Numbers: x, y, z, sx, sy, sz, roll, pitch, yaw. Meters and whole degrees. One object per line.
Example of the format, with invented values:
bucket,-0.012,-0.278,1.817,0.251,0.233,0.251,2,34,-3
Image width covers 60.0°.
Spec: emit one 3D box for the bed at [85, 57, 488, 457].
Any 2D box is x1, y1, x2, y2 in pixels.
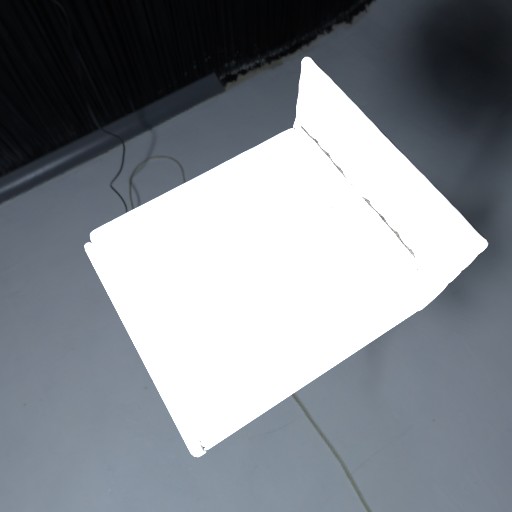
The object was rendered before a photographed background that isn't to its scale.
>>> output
bed,0.000,0.000,3.635,2.387,1.427,2.078,-30,68,-13
